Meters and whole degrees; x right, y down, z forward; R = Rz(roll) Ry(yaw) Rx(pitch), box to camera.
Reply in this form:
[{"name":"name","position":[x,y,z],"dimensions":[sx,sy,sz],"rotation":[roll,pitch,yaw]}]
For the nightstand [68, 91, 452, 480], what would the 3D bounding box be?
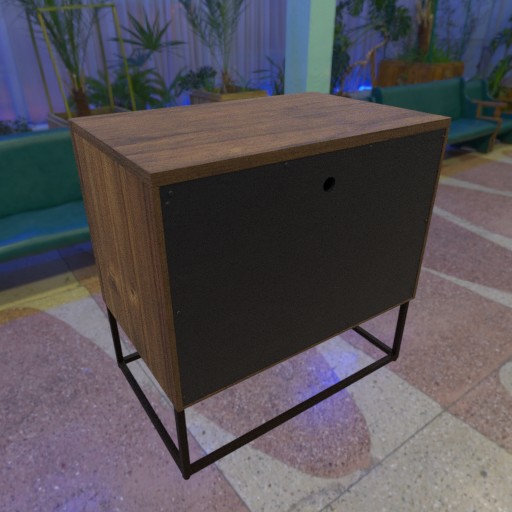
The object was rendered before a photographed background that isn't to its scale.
[{"name":"nightstand","position":[0.000,0.000,0.997],"dimensions":[0.610,0.610,0.437],"rotation":[-18,33,-30]}]
